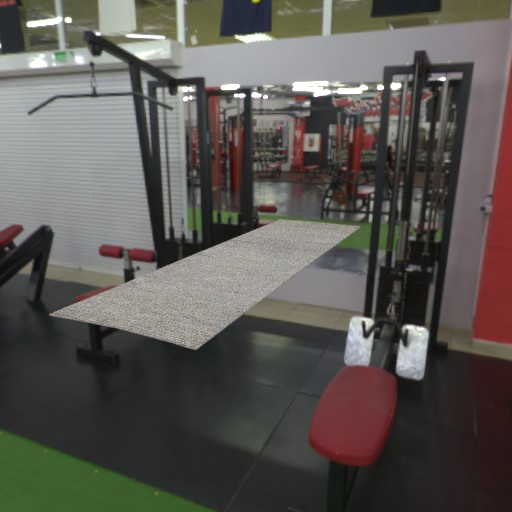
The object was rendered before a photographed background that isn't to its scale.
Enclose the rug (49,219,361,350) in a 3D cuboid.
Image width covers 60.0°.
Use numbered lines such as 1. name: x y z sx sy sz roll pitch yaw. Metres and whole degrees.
1. rug: 0.000 0.000 2.636 0.697 0.013 2.335 7 17 25
